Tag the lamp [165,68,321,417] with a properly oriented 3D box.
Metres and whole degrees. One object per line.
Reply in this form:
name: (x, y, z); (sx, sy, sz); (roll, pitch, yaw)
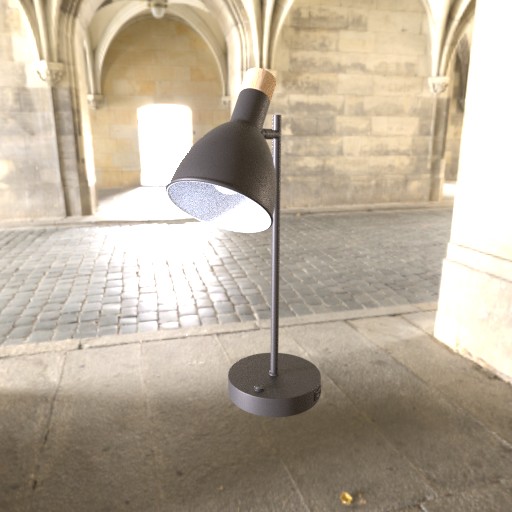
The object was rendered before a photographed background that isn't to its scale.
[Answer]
lamp: (0.000, 0.000, 0.610); (0.152, 0.483, 0.287); (7, 16, 27)
